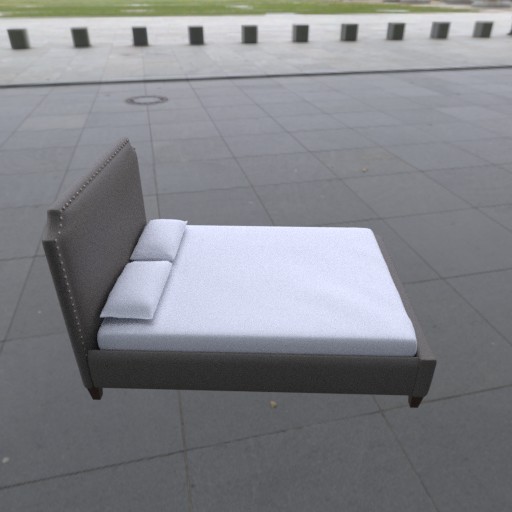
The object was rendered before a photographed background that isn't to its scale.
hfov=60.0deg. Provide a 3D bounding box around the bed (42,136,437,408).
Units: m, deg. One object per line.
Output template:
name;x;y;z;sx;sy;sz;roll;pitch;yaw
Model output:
bed;0.000;0.000;3.431;2.372;1.443;1.712;1;31;2
